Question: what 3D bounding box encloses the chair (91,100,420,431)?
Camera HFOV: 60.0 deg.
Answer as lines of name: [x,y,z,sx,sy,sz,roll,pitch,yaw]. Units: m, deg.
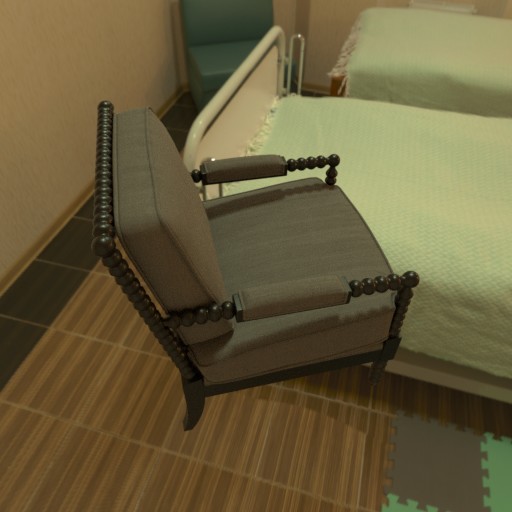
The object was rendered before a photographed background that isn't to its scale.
chair: [0.000,0.000,1.101,0.622,0.661,0.540,-9,46,-9]
